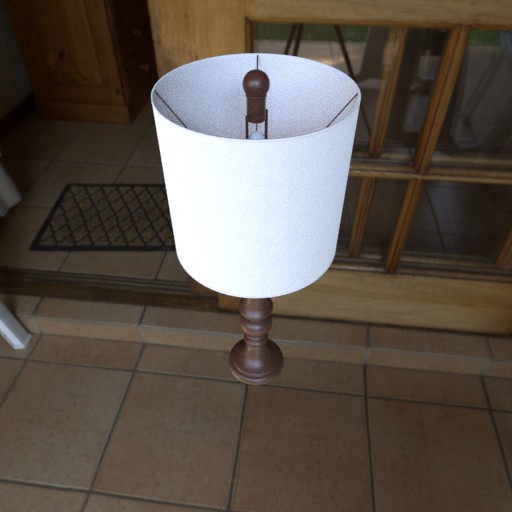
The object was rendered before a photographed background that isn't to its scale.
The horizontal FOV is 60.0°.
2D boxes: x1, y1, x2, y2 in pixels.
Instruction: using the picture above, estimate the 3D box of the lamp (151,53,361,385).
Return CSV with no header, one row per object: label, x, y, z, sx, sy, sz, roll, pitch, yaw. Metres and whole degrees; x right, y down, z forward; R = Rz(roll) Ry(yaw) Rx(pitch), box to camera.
lamp,0.000,0.000,0.724,0.250,0.597,0.250,1,43,1
